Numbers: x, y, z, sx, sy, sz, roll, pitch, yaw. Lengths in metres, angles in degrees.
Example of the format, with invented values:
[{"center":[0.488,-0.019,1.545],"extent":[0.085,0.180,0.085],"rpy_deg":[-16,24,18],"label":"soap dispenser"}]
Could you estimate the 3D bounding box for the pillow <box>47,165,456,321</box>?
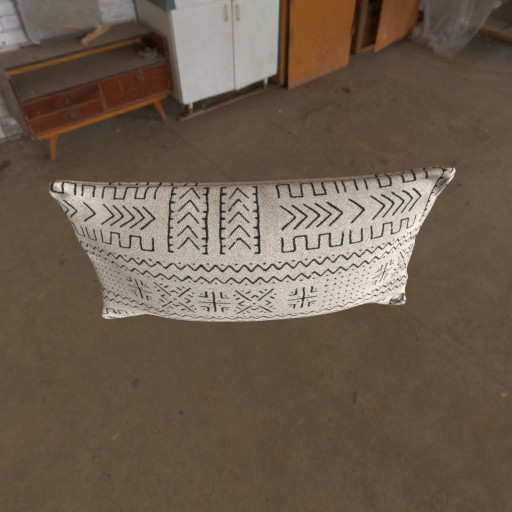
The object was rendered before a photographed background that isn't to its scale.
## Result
[{"center":[0.000,0.000,0.800],"extent":[0.637,0.352,0.188],"rpy_deg":[-3,47,-2],"label":"pillow"}]
